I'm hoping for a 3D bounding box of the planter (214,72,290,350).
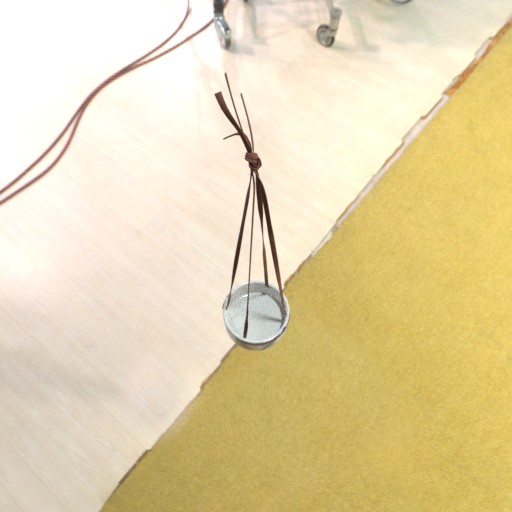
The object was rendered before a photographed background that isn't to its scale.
[{"bbox_3d":[0.000,0.000,0.819,0.166,0.751,0.166,0,63,0],"label":"planter"}]
